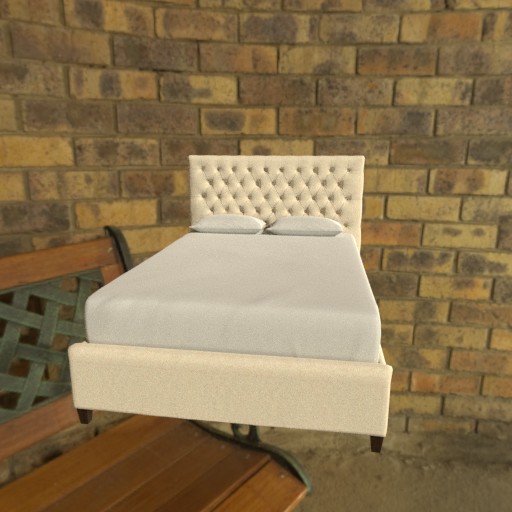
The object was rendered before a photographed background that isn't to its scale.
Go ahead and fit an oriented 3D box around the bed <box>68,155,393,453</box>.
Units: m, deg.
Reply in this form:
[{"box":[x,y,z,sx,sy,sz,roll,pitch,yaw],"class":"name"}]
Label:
[{"box":[0.000,0.000,3.300,1.698,1.427,2.387,2,14,8],"class":"bed"}]
